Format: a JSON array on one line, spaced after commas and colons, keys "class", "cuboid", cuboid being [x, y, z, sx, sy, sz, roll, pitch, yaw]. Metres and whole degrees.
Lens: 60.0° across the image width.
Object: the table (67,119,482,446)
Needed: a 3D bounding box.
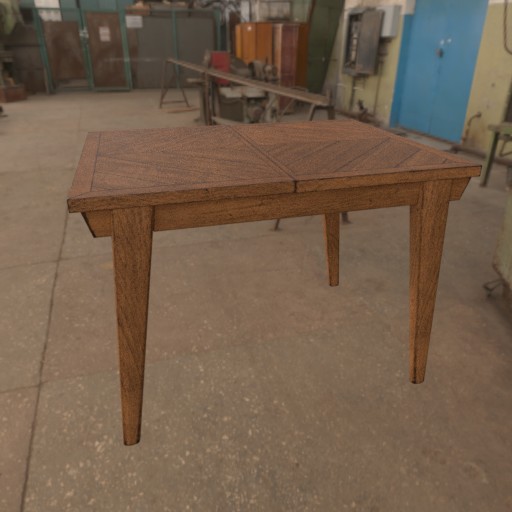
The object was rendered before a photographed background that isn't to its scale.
[{"class": "table", "cuboid": [0.000, 0.000, 1.539, 1.027, 0.760, 0.757, -7, 27, -14]}]
